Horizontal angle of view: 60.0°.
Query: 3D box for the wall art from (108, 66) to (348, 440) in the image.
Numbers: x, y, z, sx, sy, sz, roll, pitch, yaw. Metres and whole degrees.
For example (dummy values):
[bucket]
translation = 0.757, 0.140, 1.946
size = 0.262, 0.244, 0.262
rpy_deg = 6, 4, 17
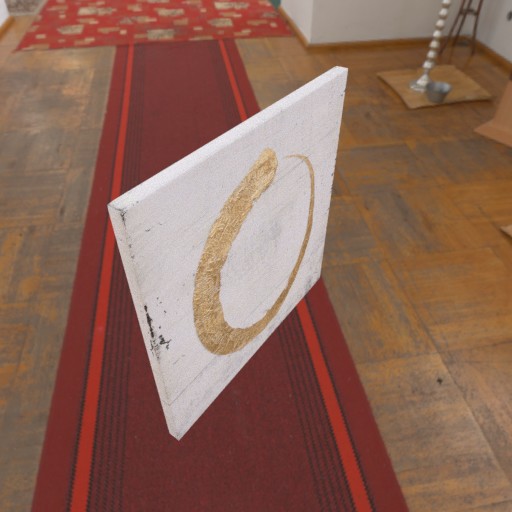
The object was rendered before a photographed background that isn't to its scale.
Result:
[wall art]
translation = 0.000, 0.000, 1.169
size = 0.038, 0.762, 0.762
rpy_deg = 26, 48, 26
